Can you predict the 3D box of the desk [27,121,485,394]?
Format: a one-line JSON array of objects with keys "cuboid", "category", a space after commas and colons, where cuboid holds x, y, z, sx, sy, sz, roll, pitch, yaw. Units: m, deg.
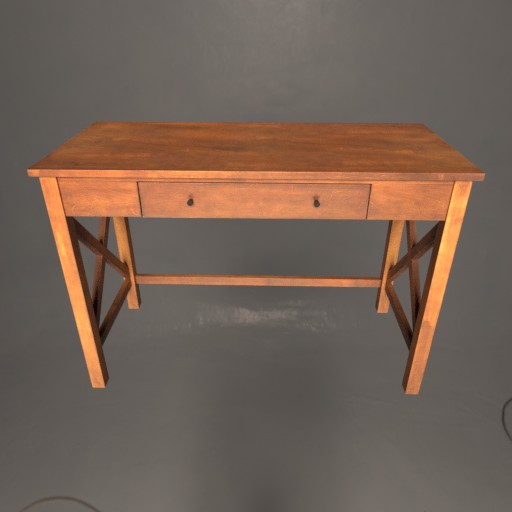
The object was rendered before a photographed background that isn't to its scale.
[{"cuboid": [0.000, 0.000, 1.485, 1.117, 0.762, 0.508, 1, 30, 1], "category": "desk"}]
